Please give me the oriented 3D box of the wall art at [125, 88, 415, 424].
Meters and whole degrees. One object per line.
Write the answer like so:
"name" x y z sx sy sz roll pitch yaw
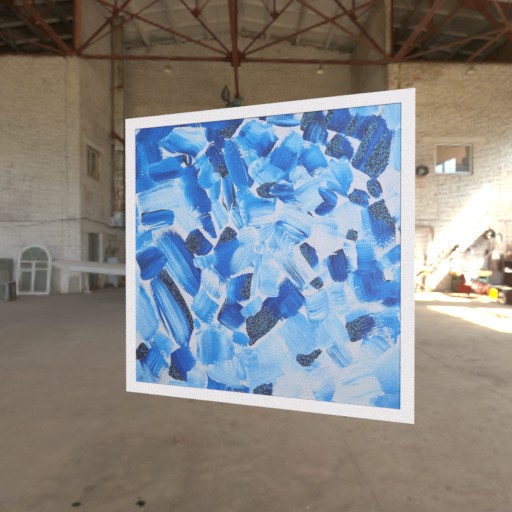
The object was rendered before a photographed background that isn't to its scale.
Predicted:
"wall art" 0.000 0.000 0.980 0.660 0.660 0.015 0 1 18
